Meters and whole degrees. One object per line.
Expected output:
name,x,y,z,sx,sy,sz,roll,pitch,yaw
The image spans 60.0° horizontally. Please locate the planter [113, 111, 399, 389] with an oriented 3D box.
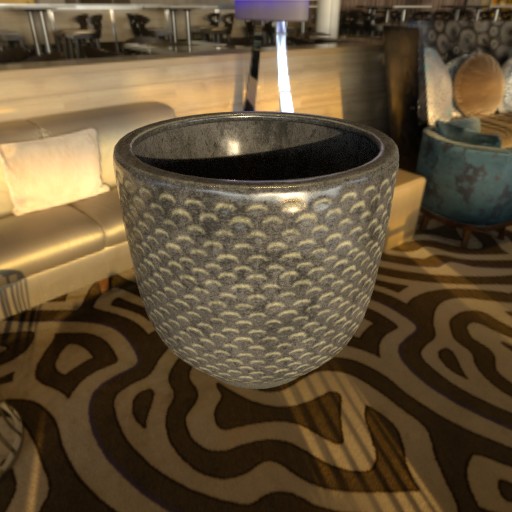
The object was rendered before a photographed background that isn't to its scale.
planter,0.000,0.000,0.359,0.197,0.191,0.197,0,29,0
